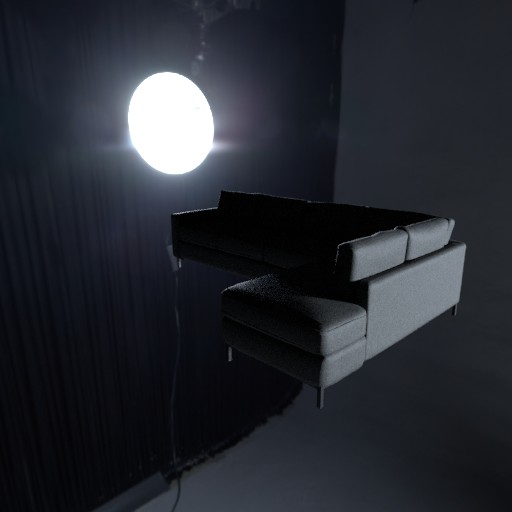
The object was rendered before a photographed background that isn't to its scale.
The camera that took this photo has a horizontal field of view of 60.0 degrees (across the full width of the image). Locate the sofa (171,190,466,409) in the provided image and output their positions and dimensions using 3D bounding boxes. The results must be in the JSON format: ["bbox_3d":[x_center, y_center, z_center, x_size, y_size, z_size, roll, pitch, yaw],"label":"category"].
[{"bbox_3d":[0.000,0.000,3.954,1.984,0.858,2.972,-14,20,-43],"label":"sofa"}]
